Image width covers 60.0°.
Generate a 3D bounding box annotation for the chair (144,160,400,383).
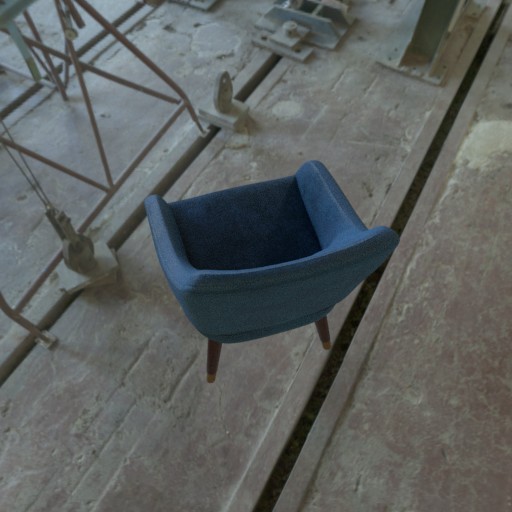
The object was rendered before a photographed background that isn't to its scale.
[{"bbox_3d":[0.000,0.000,1.595,0.683,1.081,0.794,-14,59,-8],"label":"chair"}]
